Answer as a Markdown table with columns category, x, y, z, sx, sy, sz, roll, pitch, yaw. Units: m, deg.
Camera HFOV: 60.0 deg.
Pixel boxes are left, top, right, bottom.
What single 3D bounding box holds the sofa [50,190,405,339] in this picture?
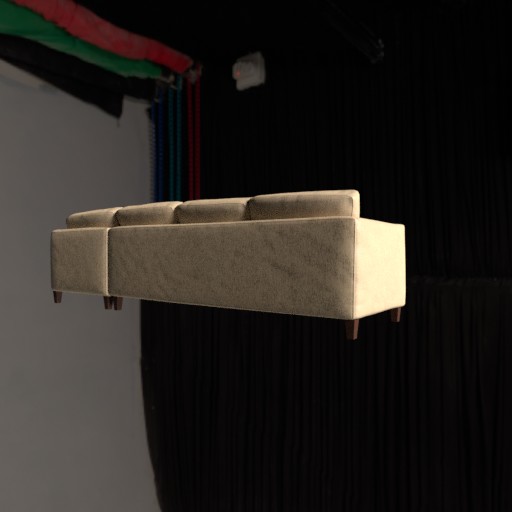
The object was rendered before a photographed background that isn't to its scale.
| category | x | y | z | sx | sy | sz | roll | pitch | yaw |
| --- | --- | --- | --- | --- | --- | --- | --- | --- | --- |
| sofa | 0.000 | 0.000 | 4.539 | 3.302 | 0.947 | 2.593 | 0 | 1 | 35 |
